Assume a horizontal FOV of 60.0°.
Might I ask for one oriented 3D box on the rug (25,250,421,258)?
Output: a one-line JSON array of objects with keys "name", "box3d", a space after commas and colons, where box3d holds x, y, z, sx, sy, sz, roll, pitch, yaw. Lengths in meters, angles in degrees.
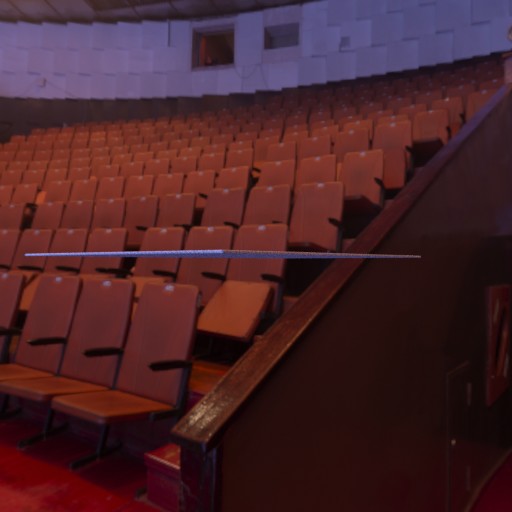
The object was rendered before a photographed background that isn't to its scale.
[{"name": "rug", "box3d": [0.000, 0.000, 3.091, 1.526, 0.012, 2.444, -1, -1, 37]}]
